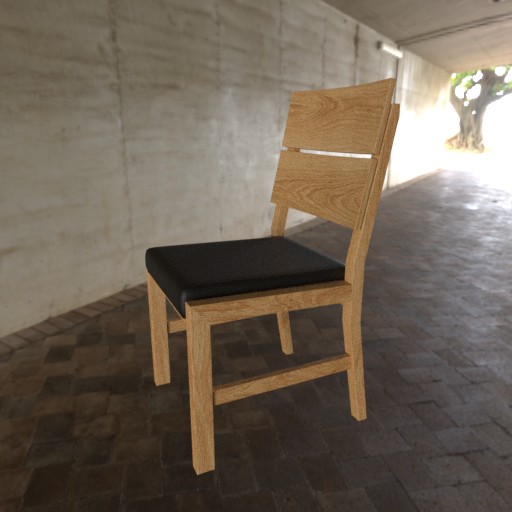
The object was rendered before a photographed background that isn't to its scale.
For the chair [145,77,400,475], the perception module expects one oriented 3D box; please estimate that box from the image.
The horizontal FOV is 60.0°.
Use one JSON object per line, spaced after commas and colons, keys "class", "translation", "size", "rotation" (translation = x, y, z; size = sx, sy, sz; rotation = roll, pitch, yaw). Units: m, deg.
{"class": "chair", "translation": [0.000, 0.000, 1.295], "size": [0.569, 0.950, 0.475], "rotation": [-7, 18, -24]}
